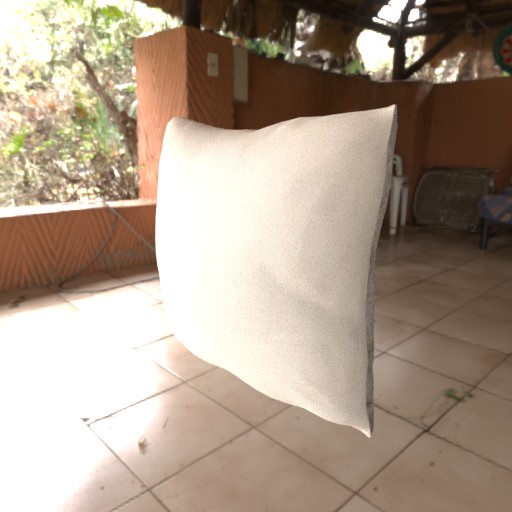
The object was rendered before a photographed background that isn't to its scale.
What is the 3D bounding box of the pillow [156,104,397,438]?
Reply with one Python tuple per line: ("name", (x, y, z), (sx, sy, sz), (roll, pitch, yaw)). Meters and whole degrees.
("pillow", (0.000, 0.000, 0.718), (0.245, 0.448, 0.450), (-13, 19, -43))
